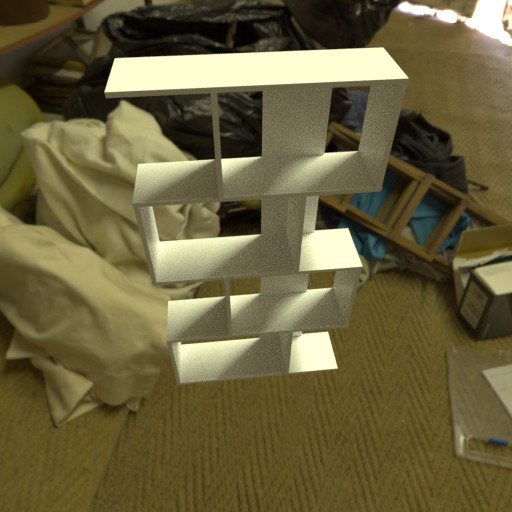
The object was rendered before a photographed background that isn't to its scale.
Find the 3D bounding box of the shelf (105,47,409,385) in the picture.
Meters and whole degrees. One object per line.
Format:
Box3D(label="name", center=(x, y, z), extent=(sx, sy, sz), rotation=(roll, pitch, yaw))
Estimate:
Box3D(label="shelf", center=(0.000, 0.000, 1.959), extent=(0.890, 1.650, 0.250), rotation=(-4, 45, -4))
